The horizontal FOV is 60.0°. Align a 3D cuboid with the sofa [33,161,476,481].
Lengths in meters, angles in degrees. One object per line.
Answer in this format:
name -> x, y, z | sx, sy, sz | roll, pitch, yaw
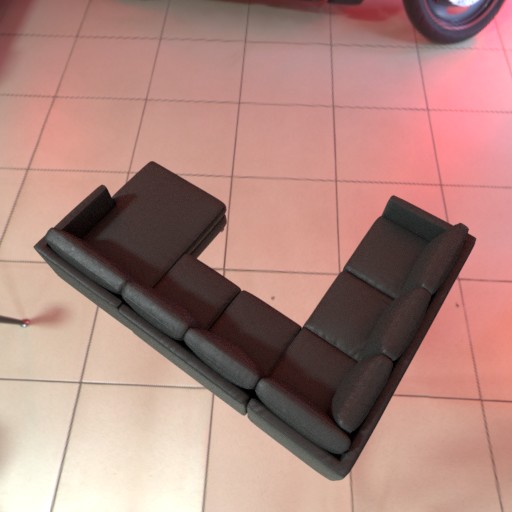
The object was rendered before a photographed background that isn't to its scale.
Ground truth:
sofa -> 0.000, 0.000, 4.478 | 3.460, 0.923, 2.593 | 32, 66, 16
